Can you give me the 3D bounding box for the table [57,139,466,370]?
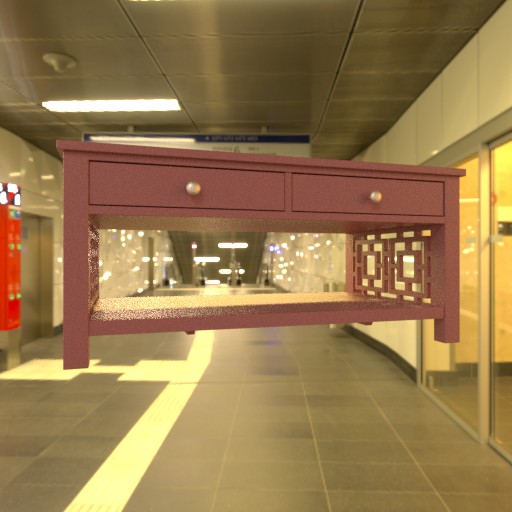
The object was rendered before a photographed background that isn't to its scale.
[{"bbox_3d":[0.000,0.000,1.378,1.068,0.493,0.612,0,0,-17],"label":"table"}]
